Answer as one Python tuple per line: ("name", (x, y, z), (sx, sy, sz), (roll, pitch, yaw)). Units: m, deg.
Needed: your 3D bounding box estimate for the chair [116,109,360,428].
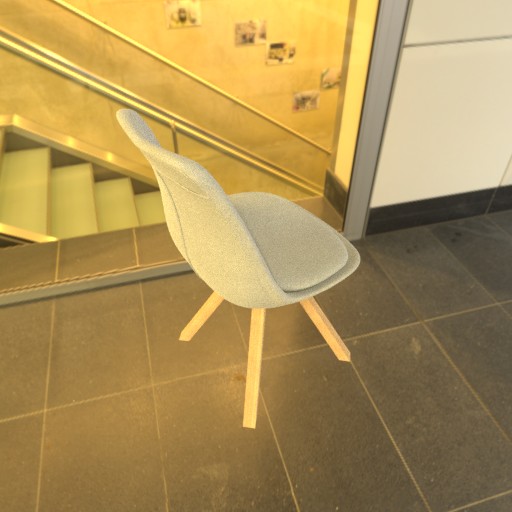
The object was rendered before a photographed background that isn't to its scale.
("chair", (0.000, 0.000, 1.214), (0.549, 0.863, 0.474), (-25, 47, -26))
